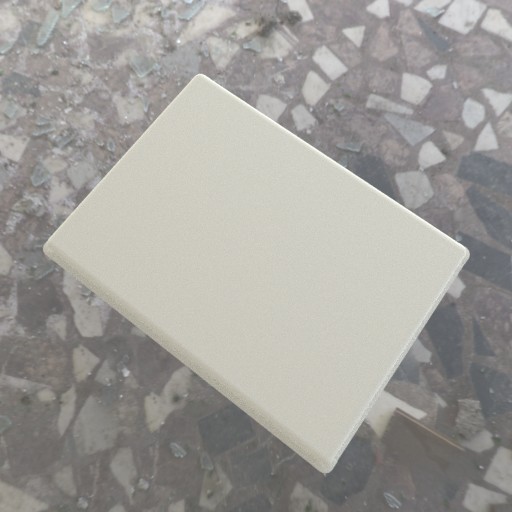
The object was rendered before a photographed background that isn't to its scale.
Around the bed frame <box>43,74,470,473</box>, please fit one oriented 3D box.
[{"bbox_3d":[0.000,0.000,2.522,1.900,0.406,1.400,36,78,9],"label":"bed frame"}]
